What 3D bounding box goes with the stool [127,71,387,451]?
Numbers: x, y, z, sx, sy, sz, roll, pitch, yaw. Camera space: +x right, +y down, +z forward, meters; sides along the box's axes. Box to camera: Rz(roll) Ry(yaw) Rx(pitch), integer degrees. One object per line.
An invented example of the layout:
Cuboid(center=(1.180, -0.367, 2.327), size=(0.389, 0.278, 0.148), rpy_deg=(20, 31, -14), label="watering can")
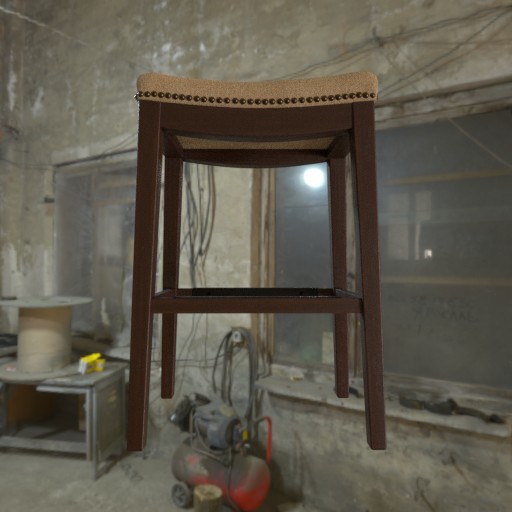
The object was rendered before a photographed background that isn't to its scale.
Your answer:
Cuboid(center=(0.000, 0.000, 1.051), size=(0.509, 0.768, 0.363), rpy_deg=(0, -1, -1), label="stool")
